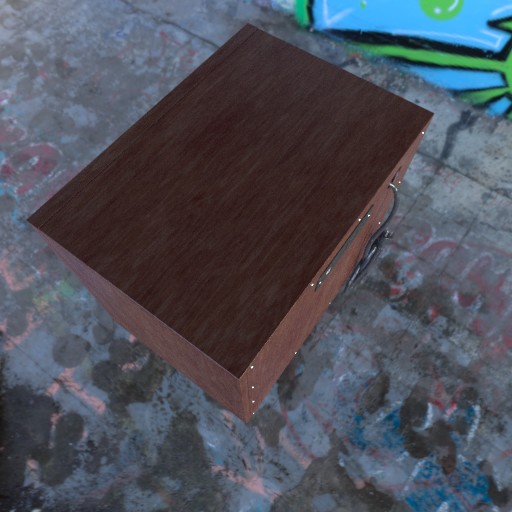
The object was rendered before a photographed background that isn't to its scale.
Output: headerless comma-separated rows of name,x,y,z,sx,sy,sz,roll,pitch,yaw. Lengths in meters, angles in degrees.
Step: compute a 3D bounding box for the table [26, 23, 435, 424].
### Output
table,0.000,0.000,0.978,0.449,0.609,0.557,33,68,15
